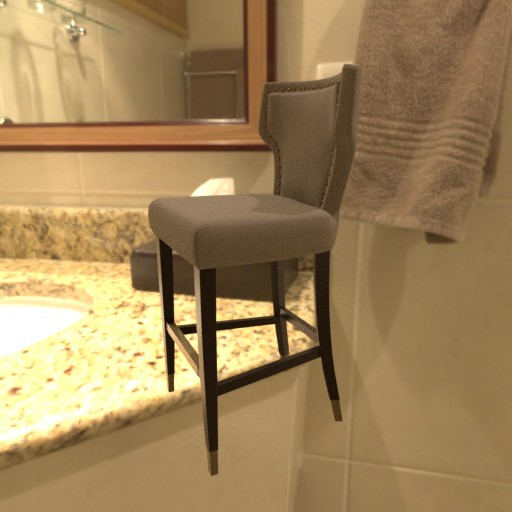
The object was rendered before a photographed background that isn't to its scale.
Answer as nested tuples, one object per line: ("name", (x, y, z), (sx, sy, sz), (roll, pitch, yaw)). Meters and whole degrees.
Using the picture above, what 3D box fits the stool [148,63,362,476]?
("stool", (0.000, 0.000, 1.402), (0.563, 1.092, 0.526), (-7, 16, -24))
